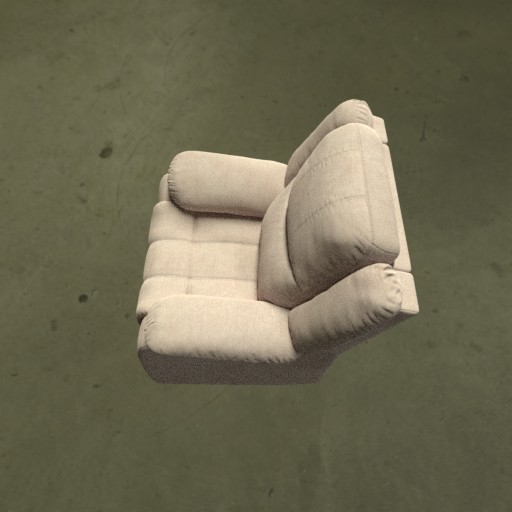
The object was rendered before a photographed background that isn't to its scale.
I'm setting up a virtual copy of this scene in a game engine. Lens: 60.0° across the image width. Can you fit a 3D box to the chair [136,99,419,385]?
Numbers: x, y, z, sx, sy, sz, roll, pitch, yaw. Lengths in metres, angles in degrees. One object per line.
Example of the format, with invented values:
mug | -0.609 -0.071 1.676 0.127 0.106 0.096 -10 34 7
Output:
chair | 0.000 0.000 1.770 0.944 1.008 0.899 1 59 0
